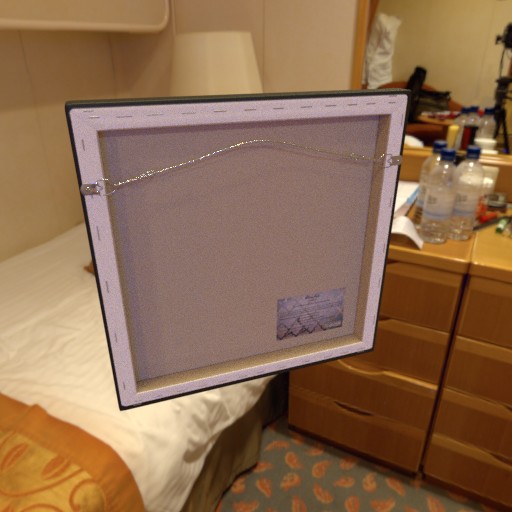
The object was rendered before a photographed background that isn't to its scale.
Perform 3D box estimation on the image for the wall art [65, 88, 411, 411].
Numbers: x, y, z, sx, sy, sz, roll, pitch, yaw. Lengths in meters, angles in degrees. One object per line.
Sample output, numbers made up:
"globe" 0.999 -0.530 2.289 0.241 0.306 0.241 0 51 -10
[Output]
"wall art" 0.000 0.000 0.889 0.610 0.611 0.043 -9 27 -17
